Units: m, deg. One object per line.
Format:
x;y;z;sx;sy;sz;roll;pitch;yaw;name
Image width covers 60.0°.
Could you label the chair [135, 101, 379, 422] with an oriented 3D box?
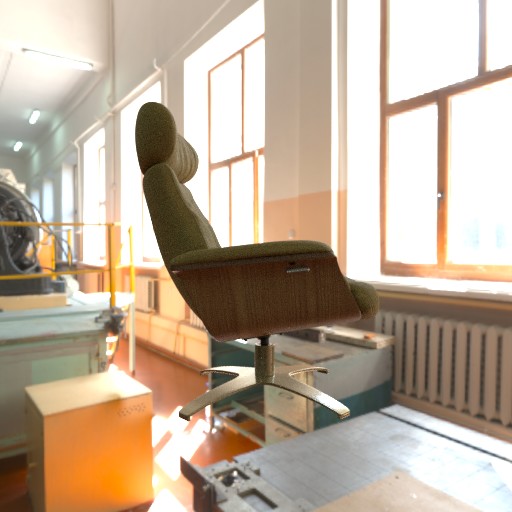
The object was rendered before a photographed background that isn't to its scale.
0.000;0.000;1.606;0.837;0.995;0.785;0;1;0;chair
